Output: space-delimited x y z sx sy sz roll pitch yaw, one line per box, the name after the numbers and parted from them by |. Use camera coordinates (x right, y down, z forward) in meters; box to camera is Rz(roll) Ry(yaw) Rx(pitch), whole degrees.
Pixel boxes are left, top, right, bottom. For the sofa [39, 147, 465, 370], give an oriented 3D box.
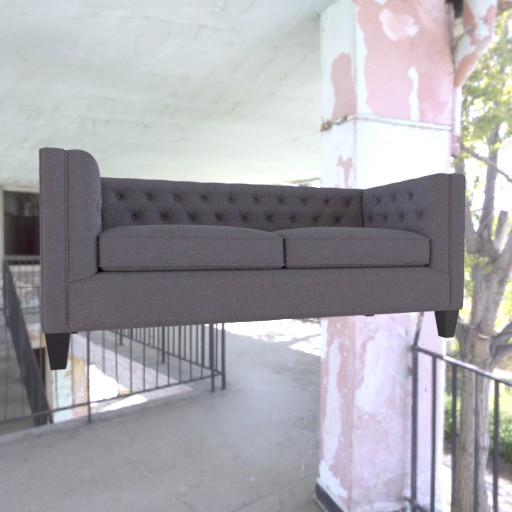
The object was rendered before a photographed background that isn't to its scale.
0.000 0.000 2.119 1.778 0.762 0.775 0 1 -19 | sofa
